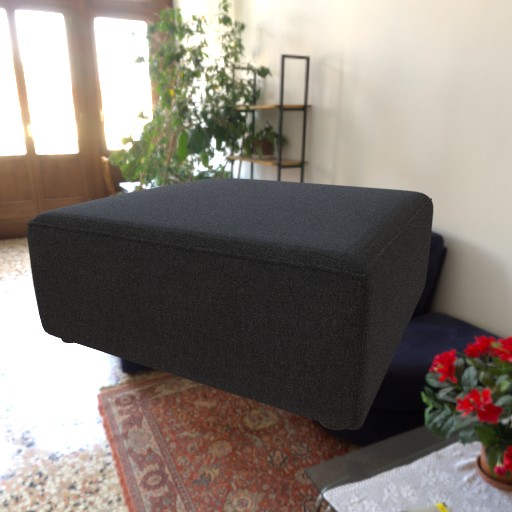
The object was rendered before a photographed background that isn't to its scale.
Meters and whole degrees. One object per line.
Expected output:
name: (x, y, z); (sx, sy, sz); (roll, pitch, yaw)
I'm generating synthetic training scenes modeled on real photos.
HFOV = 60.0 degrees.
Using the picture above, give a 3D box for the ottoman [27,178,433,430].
ottoman: (0.000, 0.000, 1.493); (1.000, 0.439, 1.000); (9, 19, 26)
